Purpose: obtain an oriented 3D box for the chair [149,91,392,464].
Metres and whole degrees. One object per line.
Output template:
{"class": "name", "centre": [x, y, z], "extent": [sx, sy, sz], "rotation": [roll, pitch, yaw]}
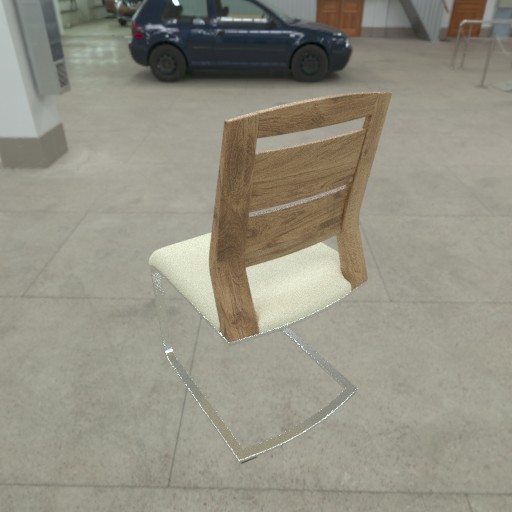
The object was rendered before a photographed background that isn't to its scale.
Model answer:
{"class": "chair", "centre": [0.000, 0.000, 1.264], "extent": [0.457, 0.955, 0.561], "rotation": [-20, 37, -29]}
